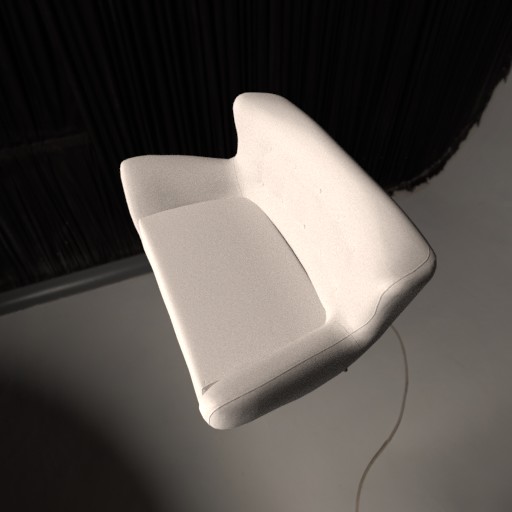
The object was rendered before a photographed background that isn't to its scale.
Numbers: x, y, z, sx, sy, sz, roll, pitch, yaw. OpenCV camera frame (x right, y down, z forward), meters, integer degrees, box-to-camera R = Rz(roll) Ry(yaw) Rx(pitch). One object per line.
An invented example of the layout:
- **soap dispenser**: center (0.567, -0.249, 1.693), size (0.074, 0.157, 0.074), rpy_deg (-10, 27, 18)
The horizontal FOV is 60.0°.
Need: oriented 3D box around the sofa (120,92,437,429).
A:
- **sofa**: center (0.000, 0.000, 2.015), size (0.921, 0.878, 1.424), rpy_deg (-17, 49, -16)
